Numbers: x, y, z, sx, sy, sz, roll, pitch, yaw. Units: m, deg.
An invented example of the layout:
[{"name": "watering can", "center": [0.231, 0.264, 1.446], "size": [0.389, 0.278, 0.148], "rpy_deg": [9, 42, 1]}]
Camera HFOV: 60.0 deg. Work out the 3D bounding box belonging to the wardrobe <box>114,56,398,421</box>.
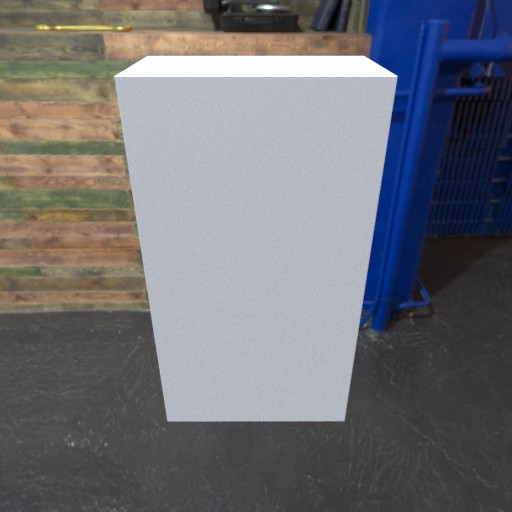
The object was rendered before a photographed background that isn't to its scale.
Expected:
[{"name": "wardrobe", "center": [0.000, 0.000, 2.259], "size": [0.991, 1.808, 0.577], "rpy_deg": [0, 31, 0]}]
